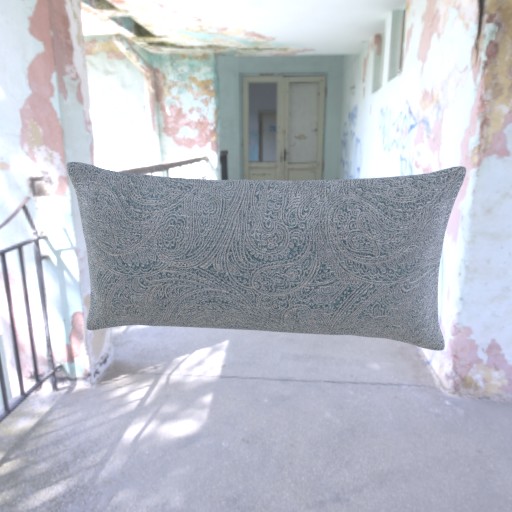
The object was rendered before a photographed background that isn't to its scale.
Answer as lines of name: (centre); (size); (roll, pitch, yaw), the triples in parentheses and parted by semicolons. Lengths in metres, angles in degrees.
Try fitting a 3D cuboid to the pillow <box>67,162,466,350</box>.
pillow: (0.000, 0.000, 0.719); (0.615, 0.295, 0.151); (2, 16, 7)
